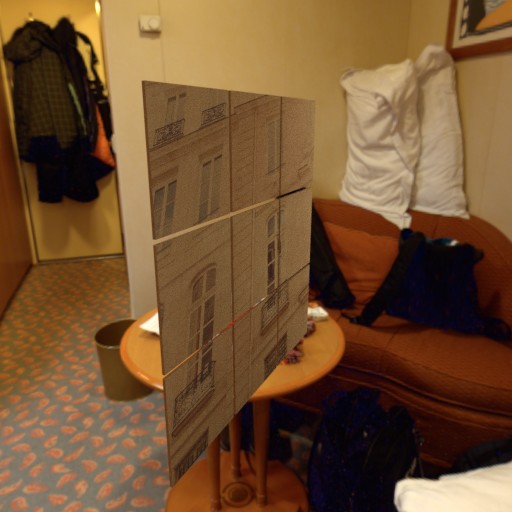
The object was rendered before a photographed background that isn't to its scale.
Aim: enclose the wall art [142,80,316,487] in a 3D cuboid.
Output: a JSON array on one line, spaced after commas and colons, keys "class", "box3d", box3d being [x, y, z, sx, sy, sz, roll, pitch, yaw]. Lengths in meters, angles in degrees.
[{"class": "wall art", "box3d": [0.000, 0.000, 2.209, 0.023, 1.522, 1.526, 8, 19, 26]}]
